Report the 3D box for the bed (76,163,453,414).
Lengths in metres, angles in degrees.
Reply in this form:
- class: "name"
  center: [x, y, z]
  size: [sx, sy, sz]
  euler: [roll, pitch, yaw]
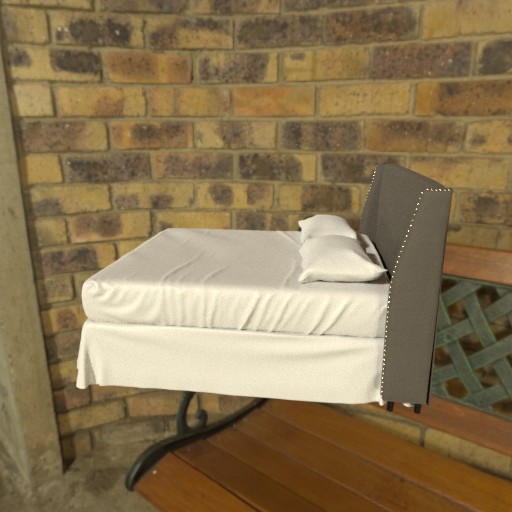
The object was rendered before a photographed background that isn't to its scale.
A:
- class: "bed"
  center: [0.000, 0.000, 3.424]
  size: [2.276, 1.332, 1.925]
  euler: [2, 16, 8]
